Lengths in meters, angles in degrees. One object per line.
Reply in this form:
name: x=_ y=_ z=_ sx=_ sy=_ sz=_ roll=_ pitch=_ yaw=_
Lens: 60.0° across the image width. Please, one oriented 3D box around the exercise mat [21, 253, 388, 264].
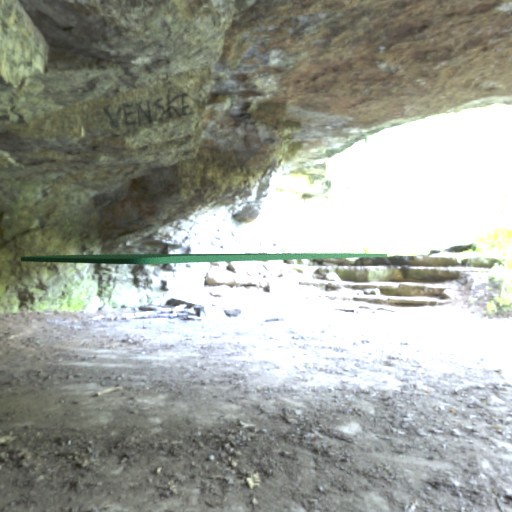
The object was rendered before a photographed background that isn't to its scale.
exercise mat: x=0.000 y=0.000 z=2.021 sx=0.616 sy=0.021 sz=1.869 roll=0 pitch=1 yaw=35
